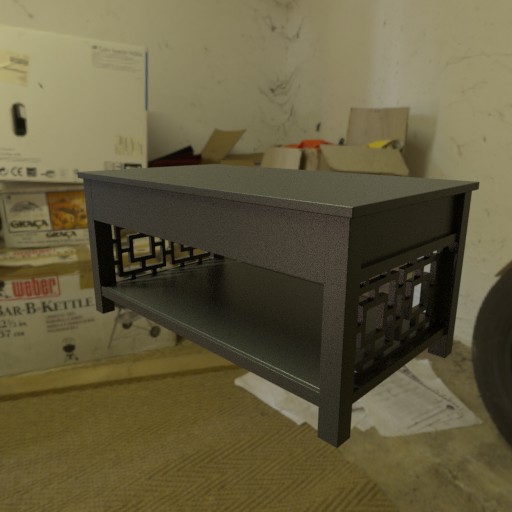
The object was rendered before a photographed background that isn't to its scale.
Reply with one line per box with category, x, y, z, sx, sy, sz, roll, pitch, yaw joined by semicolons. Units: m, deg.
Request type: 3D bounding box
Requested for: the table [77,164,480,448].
table;0.000;0.000;1.386;1.068;0.493;0.612;15;21;43
